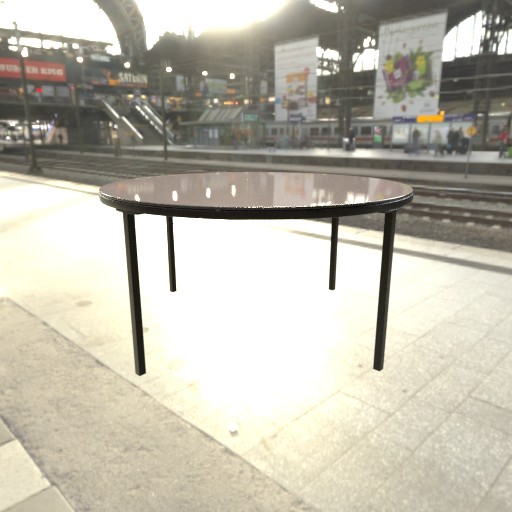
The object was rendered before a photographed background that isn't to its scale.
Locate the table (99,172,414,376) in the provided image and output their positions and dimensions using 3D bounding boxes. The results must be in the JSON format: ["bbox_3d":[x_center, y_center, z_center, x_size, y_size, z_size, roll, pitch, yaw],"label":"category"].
[{"bbox_3d":[0.000,0.000,1.240,0.800,0.400,0.800,0,15,0],"label":"table"}]
